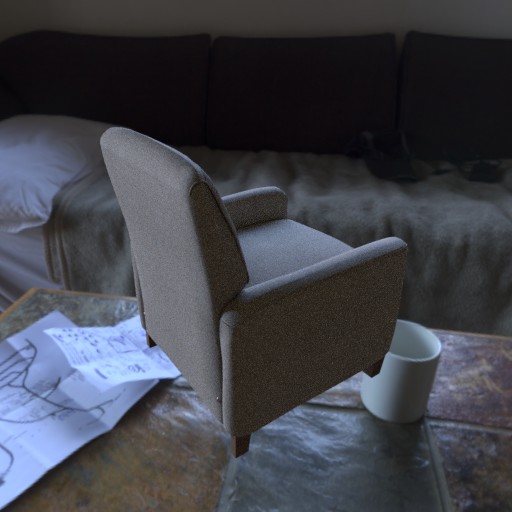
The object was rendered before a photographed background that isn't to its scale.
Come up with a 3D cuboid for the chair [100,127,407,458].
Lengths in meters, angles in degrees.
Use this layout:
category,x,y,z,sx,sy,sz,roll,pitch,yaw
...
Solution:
category,x,y,z,sx,sy,sz,roll,pitch,yaw
chair,0.000,0.000,1.704,0.864,1.014,0.848,-18,32,-31
